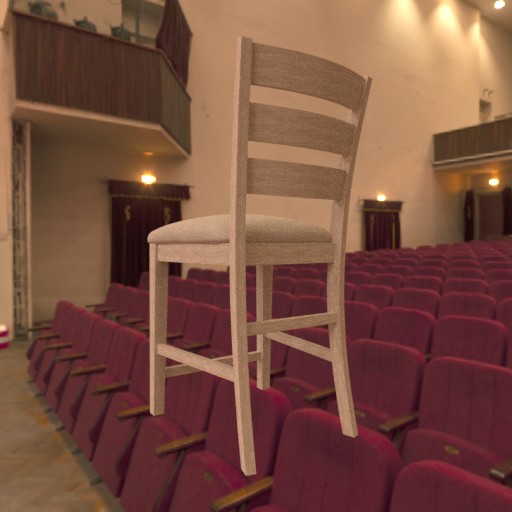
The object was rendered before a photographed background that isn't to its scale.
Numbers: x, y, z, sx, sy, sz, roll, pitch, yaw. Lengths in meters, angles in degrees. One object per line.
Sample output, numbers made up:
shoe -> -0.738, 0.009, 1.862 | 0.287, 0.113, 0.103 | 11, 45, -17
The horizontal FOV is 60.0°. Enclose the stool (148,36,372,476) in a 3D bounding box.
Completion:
stool -> 0.000, 0.000, 1.343 | 0.484, 1.032, 0.569 | -1, 2, -35
